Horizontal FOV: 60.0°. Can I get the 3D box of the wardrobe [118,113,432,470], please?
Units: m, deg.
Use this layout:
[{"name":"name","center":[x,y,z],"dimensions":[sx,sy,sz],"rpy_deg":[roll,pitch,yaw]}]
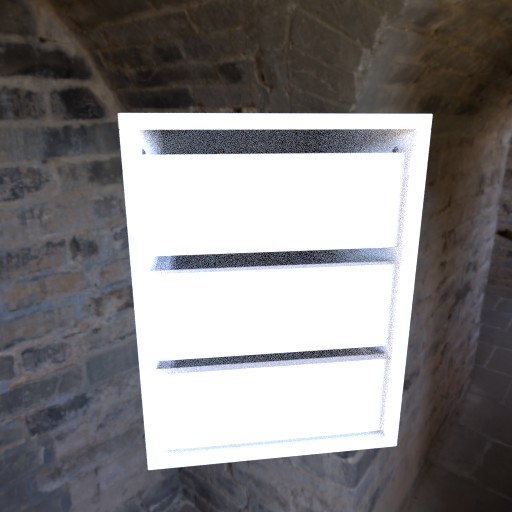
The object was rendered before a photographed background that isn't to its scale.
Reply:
[{"name":"wardrobe","center":[0.000,0.000,0.866],"dimensions":[0.400,0.520,0.500],"rpy_deg":[-2,17,-7]}]
